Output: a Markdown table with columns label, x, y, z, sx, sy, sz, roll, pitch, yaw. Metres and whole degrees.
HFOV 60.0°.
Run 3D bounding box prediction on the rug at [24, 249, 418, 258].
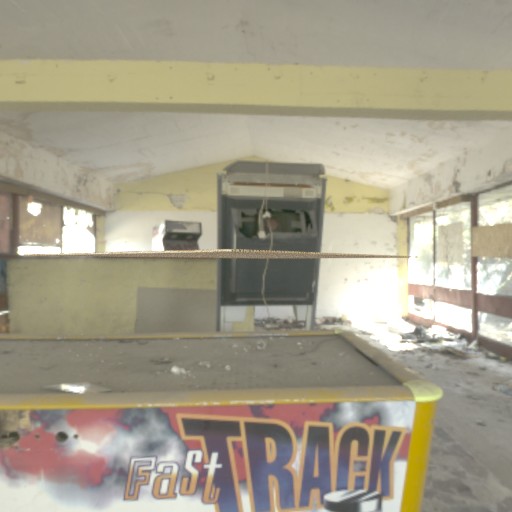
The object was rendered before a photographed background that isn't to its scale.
| label | x | y | z | sx | sy | sz | roll | pitch | yaw |
| --- | --- | --- | --- | --- | --- | --- | --- | --- | --- |
| rug | 0.000 | 0.000 | 3.080 | 1.533 | 0.011 | 2.439 | -1 | -1 | 36 |
